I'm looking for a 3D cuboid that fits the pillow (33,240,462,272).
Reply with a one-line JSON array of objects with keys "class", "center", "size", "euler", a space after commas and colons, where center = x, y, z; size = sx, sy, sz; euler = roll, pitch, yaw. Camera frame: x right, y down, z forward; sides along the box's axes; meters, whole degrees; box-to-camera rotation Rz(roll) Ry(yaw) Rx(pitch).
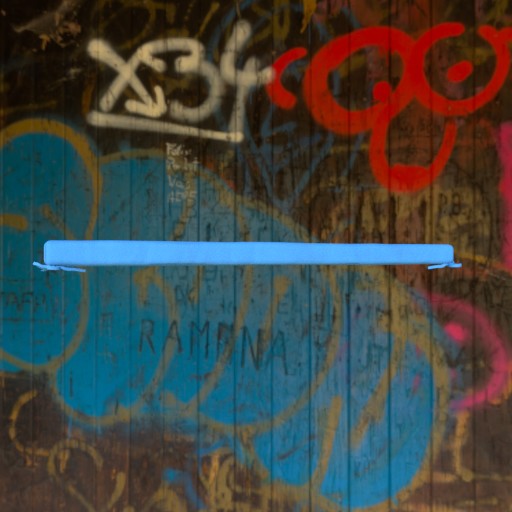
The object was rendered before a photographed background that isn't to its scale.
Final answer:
[{"class": "pillow", "center": [0.000, 0.000, 1.363], "size": [1.187, 0.081, 0.492], "euler": [0, 0, -19]}]
